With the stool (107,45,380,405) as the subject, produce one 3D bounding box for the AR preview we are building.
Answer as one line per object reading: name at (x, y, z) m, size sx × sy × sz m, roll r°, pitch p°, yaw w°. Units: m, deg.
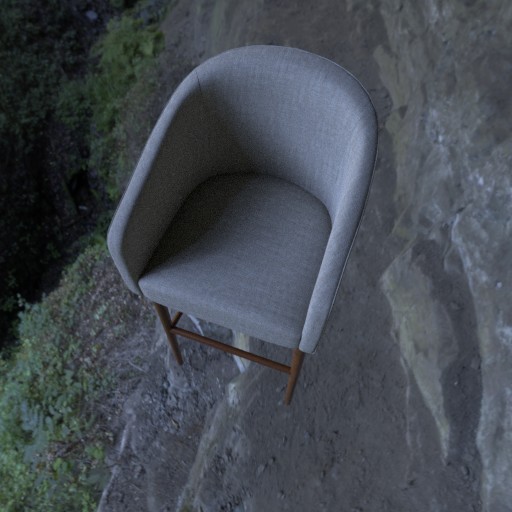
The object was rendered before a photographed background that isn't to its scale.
stool at (0.000, 0.000, 1.425) m, size 0.559 × 1.078 × 0.607 m, roll 17°, pitch 59°, yaw 11°
